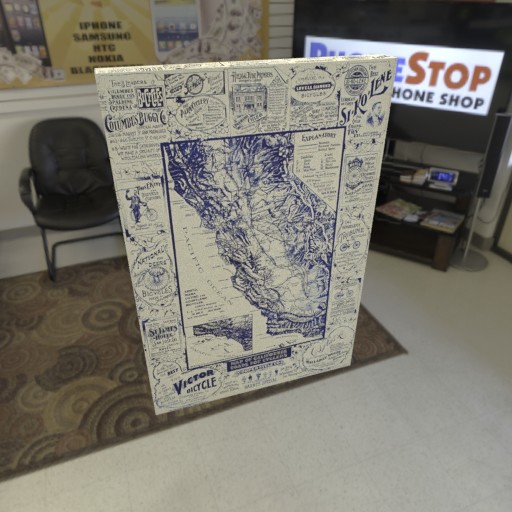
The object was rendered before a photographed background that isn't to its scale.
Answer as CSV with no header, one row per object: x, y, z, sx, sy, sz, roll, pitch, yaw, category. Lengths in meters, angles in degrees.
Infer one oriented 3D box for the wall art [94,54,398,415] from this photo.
0.000,0.000,0.743,0.408,0.601,0.040,-10,33,-15,wall art
